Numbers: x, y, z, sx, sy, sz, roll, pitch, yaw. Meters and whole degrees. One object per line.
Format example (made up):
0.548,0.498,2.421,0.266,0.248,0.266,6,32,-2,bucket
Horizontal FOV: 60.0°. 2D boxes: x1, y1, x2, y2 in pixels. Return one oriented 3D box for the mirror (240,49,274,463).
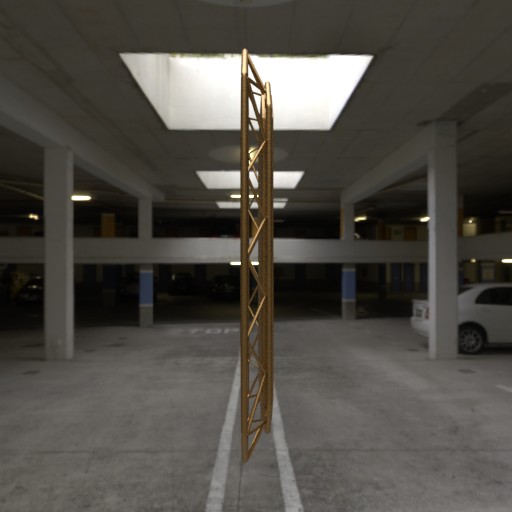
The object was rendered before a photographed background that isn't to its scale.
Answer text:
0.000,0.000,0.737,0.042,0.566,0.417,0,0,-1,mirror
